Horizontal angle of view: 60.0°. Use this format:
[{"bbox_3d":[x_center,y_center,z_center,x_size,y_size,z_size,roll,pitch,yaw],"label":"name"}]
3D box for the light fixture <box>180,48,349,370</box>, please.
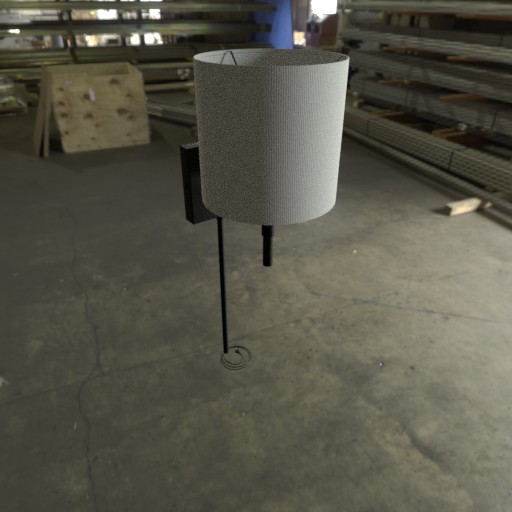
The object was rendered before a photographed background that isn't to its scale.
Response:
[{"bbox_3d":[0.000,0.000,0.707,0.188,0.589,0.248,-21,36,-31],"label":"light fixture"}]
